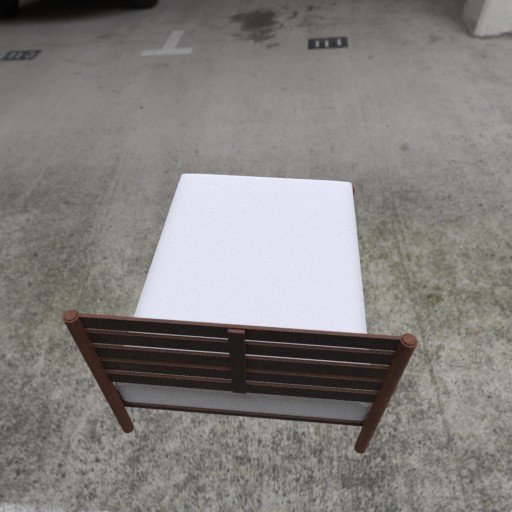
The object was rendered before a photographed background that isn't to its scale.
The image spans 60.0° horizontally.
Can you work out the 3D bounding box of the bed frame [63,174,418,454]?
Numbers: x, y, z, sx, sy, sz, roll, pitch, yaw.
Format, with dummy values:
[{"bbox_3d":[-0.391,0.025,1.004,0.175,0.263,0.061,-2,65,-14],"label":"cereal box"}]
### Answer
[{"bbox_3d":[0.000,0.000,3.269,1.655,1.321,2.234,4,47,3],"label":"bed frame"}]
